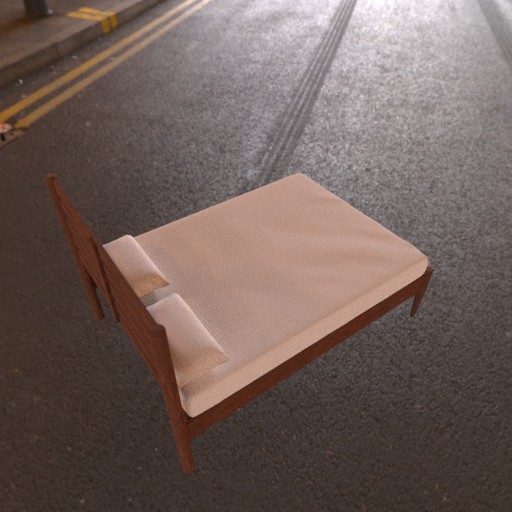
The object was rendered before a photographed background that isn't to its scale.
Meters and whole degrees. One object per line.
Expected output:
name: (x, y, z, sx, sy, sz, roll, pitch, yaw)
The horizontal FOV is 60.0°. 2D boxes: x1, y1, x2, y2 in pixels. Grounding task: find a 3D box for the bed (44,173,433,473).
bed: (0.000, 0.000, 3.101, 2.093, 1.304, 1.509, -25, 48, -26)
